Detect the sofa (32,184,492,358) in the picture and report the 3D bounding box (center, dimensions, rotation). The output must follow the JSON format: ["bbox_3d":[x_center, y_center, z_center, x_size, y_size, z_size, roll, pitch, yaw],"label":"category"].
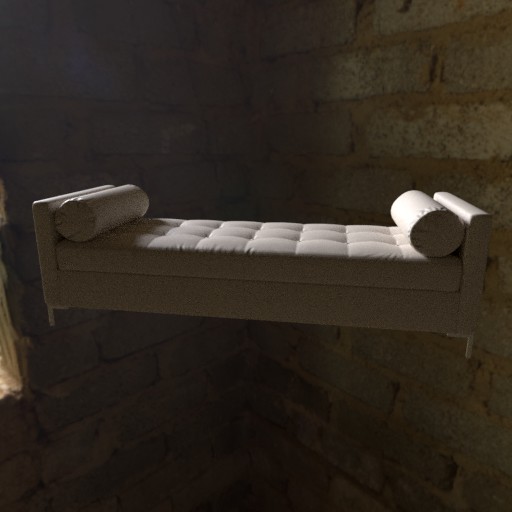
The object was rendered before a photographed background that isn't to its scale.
[{"bbox_3d":[0.000,0.000,2.271,1.981,0.635,0.686,3,16,9],"label":"sofa"}]
